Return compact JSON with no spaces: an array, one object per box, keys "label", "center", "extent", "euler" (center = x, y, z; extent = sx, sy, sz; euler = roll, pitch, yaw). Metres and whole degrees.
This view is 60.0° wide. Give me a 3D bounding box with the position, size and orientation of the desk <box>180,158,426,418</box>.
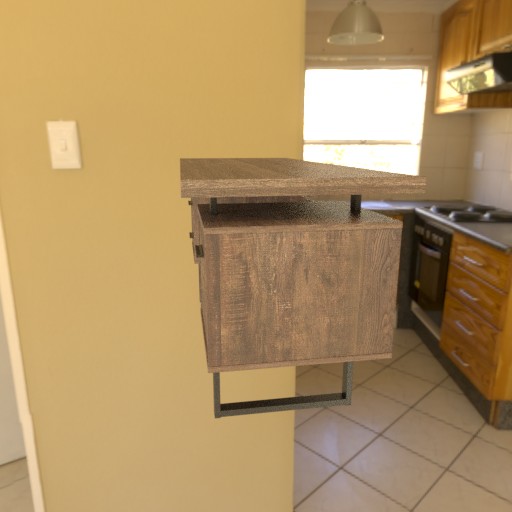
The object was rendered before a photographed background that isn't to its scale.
[{"label":"desk","center":[0.000,0.000,1.869],"extent":[0.600,0.760,1.524],"euler":[-2,14,-9]}]
